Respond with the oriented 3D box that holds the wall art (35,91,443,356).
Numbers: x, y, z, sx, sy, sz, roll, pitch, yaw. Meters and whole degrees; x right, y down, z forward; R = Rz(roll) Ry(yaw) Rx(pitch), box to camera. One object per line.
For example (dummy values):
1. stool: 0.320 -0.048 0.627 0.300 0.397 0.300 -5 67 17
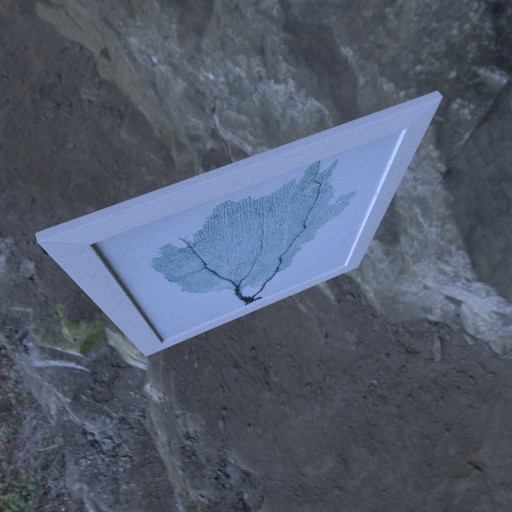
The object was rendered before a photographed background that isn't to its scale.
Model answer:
1. wall art: 0.000 0.000 0.837 0.572 0.577 0.015 -22 66 -10
